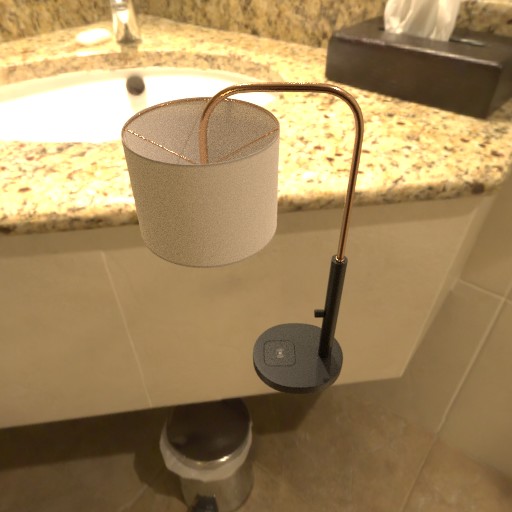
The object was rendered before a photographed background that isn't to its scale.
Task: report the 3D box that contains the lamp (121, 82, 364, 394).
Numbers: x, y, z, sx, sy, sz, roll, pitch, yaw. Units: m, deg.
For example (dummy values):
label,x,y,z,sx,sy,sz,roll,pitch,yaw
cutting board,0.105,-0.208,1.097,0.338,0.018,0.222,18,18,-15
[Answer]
label,x,y,z,sx,sy,sz,roll,pitch,yaw
lamp,0.000,0.000,0.701,0.337,0.540,0.199,0,40,0
